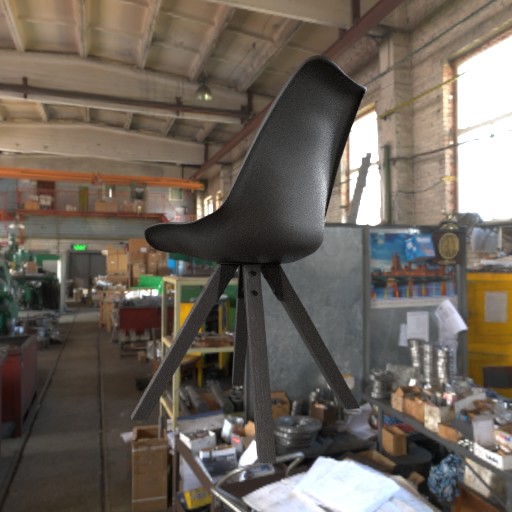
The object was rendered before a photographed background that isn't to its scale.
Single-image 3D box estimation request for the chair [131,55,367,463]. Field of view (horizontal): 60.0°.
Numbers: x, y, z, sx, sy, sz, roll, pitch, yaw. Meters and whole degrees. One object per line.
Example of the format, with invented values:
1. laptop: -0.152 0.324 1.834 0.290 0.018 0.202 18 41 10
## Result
1. chair: 0.000 0.000 1.183 0.550 0.850 0.485 -1 -1 37
